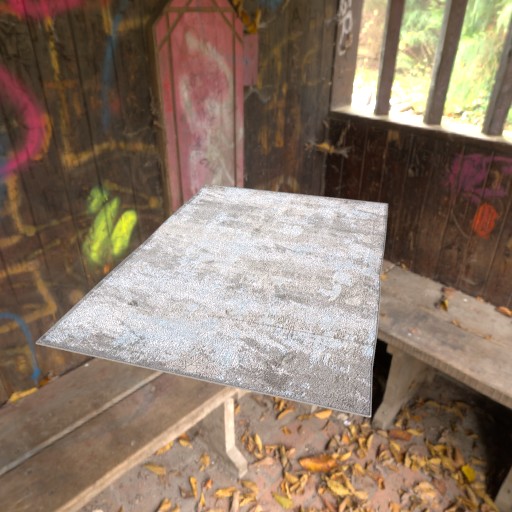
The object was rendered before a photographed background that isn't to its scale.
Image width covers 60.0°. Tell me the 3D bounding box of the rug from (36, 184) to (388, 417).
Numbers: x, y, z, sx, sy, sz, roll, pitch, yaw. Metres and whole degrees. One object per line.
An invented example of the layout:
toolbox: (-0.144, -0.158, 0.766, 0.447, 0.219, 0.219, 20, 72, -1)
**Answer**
rug: (0.000, 0.000, 4.306, 2.393, 0.013, 3.307, 8, 31, 14)
